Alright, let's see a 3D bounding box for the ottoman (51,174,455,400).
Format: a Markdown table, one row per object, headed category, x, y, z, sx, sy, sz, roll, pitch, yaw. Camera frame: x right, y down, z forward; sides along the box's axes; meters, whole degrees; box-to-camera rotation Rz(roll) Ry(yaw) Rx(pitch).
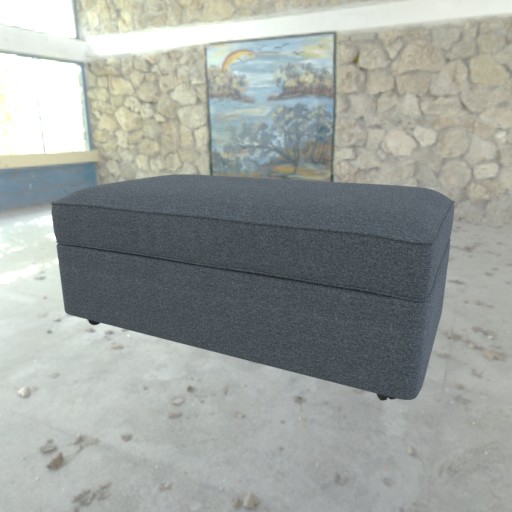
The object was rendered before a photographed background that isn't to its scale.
| category | x | y | z | sx | sy | sz | roll | pitch | yaw |
| --- | --- | --- | --- | --- | --- | --- | --- | --- | --- |
| ottoman | 0.000 | 0.000 | 1.505 | 1.173 | 0.494 | 0.681 | 8 | 18 | 26 |
